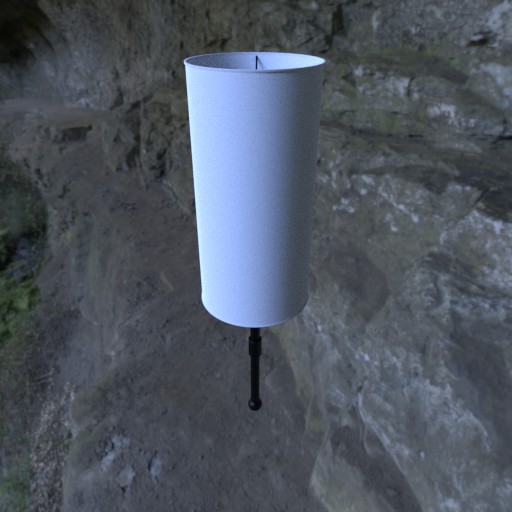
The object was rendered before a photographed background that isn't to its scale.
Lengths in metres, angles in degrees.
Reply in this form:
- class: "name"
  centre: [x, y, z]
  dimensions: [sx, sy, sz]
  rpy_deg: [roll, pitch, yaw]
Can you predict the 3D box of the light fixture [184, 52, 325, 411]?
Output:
- class: "light fixture"
  centre: [0.000, 0.000, 0.556]
  dimensions: [0.128, 0.462, 0.208]
  rpy_deg: [1, 30, 2]
